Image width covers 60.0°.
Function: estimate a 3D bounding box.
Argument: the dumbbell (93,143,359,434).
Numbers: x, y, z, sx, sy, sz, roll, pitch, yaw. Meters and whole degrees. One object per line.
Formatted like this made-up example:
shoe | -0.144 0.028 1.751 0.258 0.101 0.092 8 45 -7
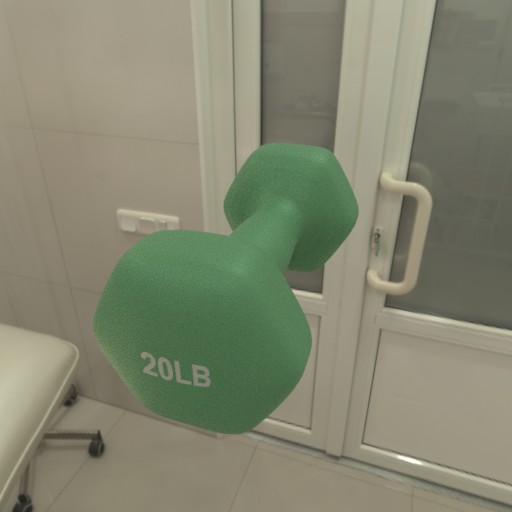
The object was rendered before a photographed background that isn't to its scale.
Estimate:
dumbbell | 0.000 0.000 0.337 0.129 0.117 0.260 10 30 17
